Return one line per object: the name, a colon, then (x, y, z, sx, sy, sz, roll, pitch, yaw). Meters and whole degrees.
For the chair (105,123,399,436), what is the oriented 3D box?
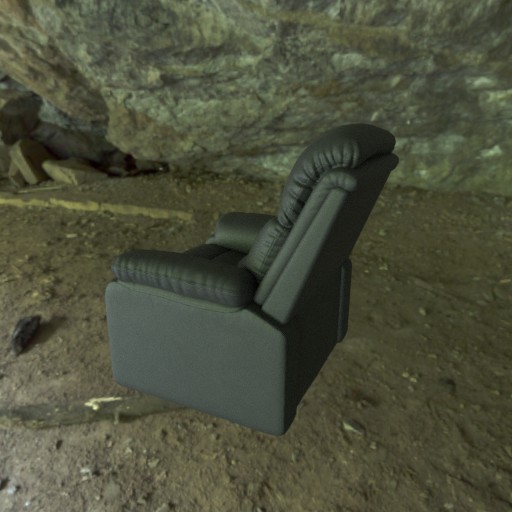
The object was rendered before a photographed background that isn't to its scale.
chair: (0.000, 0.000, 1.721, 0.919, 0.992, 0.855, 8, 19, 24)
